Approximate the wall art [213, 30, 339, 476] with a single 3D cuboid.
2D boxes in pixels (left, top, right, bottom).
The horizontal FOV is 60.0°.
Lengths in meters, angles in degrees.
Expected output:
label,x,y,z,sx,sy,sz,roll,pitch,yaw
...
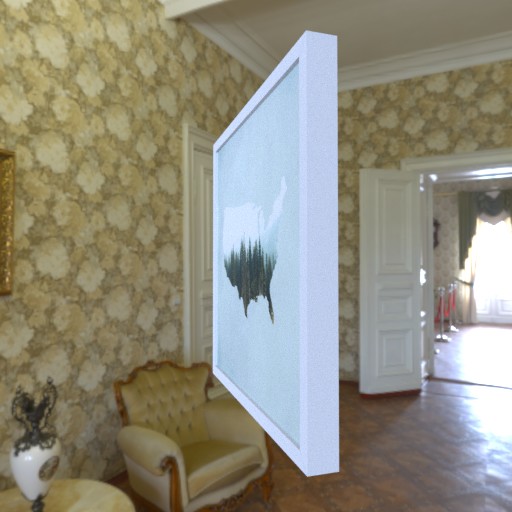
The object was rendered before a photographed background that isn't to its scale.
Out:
label,x,y,z,sx,sy,sz,roll,pitch,yaw
wall art,0.000,0.000,0.451,0.024,0.304,0.304,0,-1,-18
